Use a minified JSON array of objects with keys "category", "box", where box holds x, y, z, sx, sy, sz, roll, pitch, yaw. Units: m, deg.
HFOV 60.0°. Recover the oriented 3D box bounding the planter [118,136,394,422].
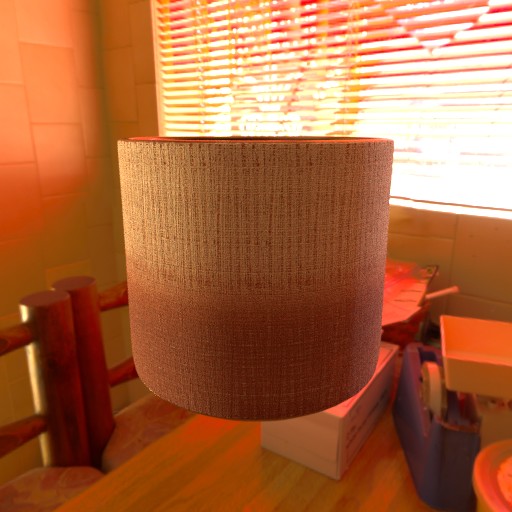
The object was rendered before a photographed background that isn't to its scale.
[{"category":"planter","box":[0.000,0.000,0.389,0.221,0.201,0.221,0,16,0]}]
